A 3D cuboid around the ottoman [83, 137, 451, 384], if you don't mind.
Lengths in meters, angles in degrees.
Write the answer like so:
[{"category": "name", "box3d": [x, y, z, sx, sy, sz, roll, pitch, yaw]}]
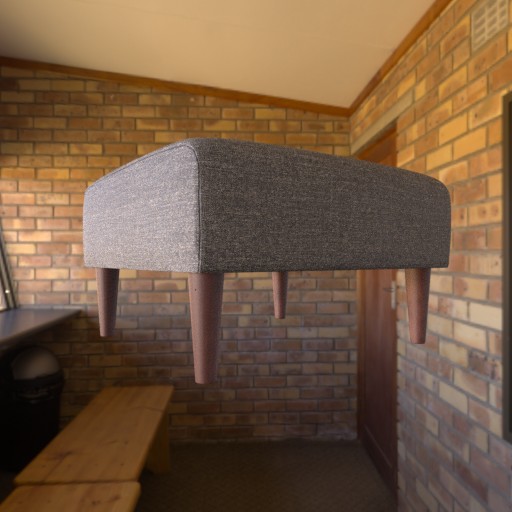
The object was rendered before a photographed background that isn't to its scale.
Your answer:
[{"category": "ottoman", "box3d": [0.000, 0.000, 1.064, 0.655, 0.399, 0.648, 0, 0, -35]}]
